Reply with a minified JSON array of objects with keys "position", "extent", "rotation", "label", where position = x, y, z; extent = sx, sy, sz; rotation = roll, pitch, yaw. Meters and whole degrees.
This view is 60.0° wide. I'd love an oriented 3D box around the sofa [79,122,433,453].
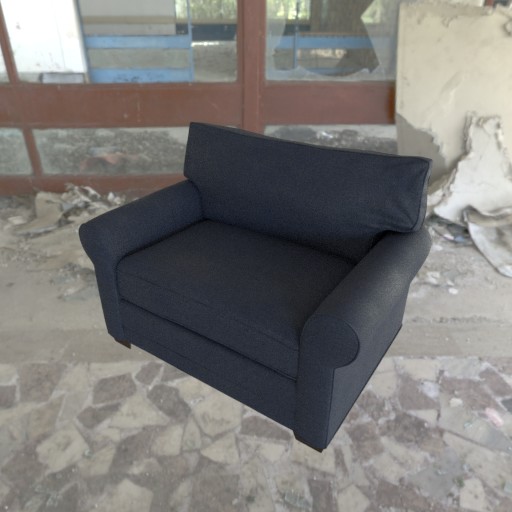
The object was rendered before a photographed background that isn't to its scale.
[{"position":[0.000,0.000,2.099],"extent":[1.405,1.004,0.938],"rotation":[18,34,29],"label":"sofa"}]
